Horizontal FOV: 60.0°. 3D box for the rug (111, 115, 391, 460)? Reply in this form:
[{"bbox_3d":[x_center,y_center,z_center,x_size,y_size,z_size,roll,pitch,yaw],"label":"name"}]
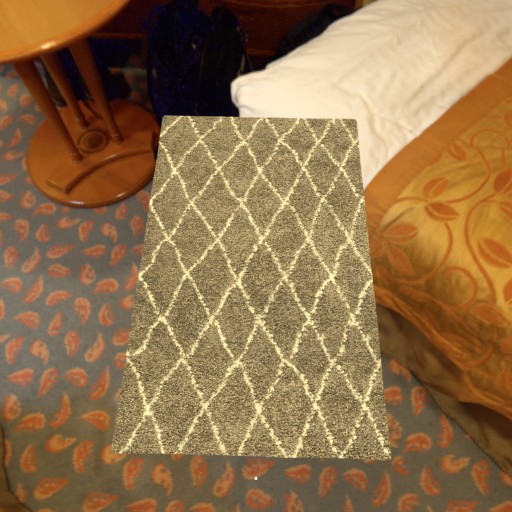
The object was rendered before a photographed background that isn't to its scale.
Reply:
[{"bbox_3d":[0.000,0.000,2.951,1.524,0.030,2.438,1,63,1],"label":"rug"}]
